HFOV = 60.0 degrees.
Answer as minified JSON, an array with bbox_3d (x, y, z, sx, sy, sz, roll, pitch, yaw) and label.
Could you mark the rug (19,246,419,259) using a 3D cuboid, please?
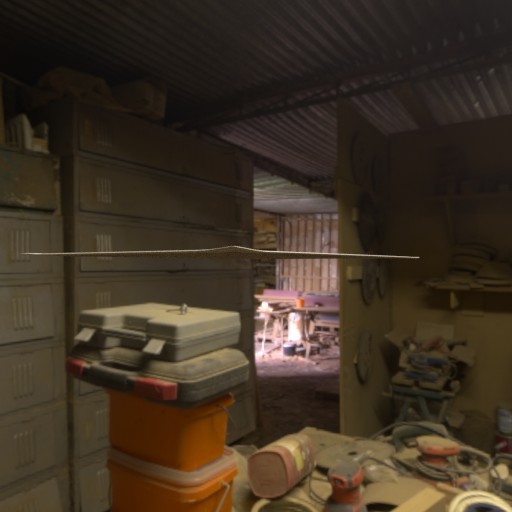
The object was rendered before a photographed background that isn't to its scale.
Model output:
[{"bbox_3d":[0.000,0.000,3.012,1.518,0.023,2.434,-1,-1,35],"label":"rug"}]
